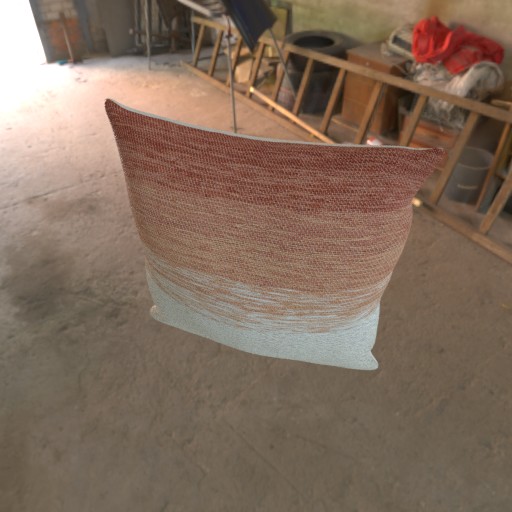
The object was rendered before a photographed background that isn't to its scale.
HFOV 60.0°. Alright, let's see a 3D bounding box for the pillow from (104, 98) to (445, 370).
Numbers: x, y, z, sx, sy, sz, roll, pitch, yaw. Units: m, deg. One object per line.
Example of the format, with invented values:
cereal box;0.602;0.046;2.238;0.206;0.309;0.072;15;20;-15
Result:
pillow;0.000;0.000;0.678;0.440;0.441;0.182;12;43;13
